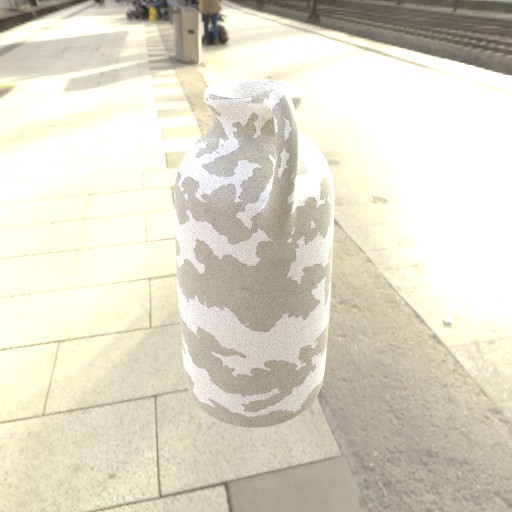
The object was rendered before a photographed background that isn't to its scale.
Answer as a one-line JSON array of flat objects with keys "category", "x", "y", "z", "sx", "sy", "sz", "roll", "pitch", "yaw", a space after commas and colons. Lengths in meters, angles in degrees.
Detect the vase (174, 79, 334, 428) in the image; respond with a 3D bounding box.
[{"category": "vase", "x": 0.000, "y": 0.000, "z": 0.494, "sx": 0.186, "sy": 0.382, "sz": 0.203, "roll": -8, "pitch": 33, "yaw": -13}]
